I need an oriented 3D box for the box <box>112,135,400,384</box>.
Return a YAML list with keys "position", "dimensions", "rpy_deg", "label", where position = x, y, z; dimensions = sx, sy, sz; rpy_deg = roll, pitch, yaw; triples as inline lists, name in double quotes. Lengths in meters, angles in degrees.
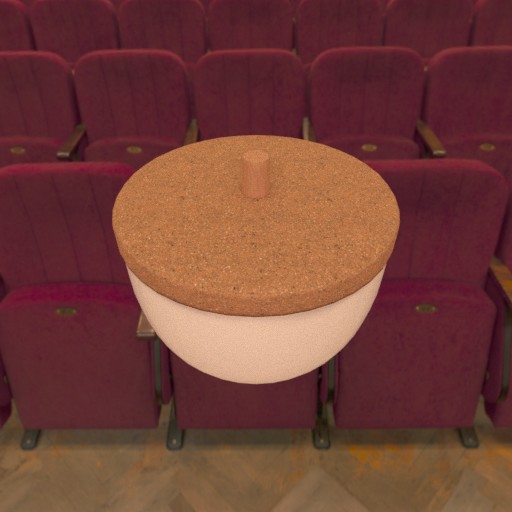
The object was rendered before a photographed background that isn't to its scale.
- position: [0.000, 0.000, 0.188]
  dimensions: [0.107, 0.094, 0.107]
  rpy_deg: [0, 40, 0]
  label: "box"
